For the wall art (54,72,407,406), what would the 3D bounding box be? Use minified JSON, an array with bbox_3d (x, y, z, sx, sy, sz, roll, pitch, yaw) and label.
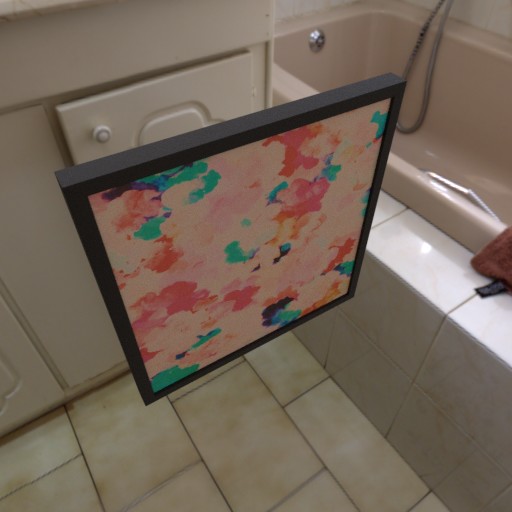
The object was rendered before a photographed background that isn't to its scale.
[{"bbox_3d":[0.000,0.000,0.755,0.506,0.503,0.036,-24,50,-22],"label":"wall art"}]
